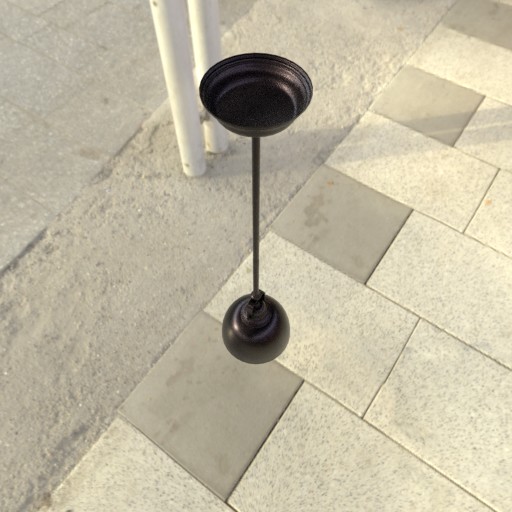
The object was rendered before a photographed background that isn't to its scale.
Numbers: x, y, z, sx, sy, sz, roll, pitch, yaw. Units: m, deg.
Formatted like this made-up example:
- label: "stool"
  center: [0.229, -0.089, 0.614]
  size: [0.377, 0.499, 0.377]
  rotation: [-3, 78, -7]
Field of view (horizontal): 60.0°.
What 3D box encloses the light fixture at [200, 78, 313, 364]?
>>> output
- label: "light fixture"
  center: [0.000, 0.000, 0.856]
  size: [0.182, 0.768, 0.182]
  rotation: [29, 63, 17]
